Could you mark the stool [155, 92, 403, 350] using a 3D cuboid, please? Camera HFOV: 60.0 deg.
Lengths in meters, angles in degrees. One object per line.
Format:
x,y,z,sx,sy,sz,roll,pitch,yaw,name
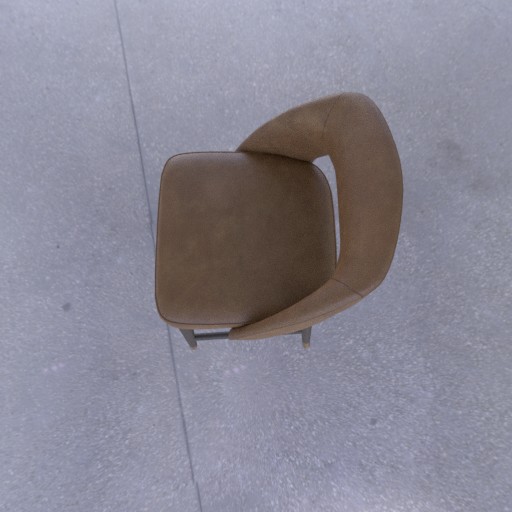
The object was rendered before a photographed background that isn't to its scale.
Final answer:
0.000,0.000,1.259,0.509,1.037,0.494,-1,74,0,stool
